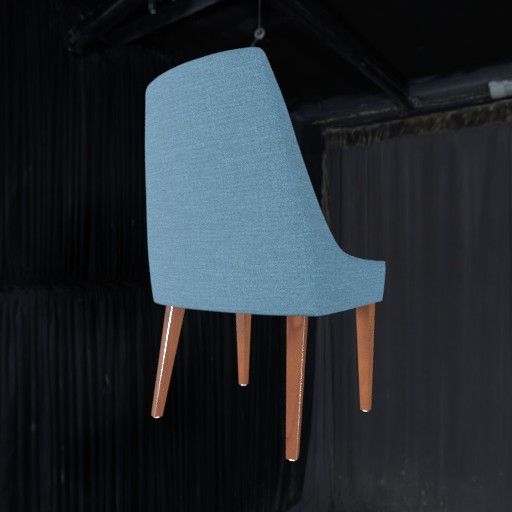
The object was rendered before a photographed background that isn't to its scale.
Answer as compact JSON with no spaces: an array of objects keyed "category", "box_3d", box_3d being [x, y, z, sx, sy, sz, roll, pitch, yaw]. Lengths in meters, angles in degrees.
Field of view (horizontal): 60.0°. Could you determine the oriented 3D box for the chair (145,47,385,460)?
[{"category":"chair","box_3d":[0.000,0.000,1.187,0.529,0.861,0.544,0,-1,36]}]
